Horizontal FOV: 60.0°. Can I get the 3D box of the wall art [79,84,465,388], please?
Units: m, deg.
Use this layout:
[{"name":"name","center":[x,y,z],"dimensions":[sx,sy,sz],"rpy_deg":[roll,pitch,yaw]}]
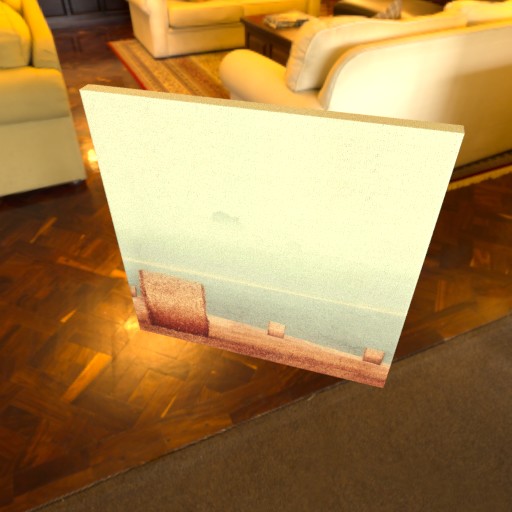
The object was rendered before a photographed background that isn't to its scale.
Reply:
[{"name":"wall art","center":[0.000,0.000,0.878],"dimensions":[0.605,0.605,0.034],"rpy_deg":[11,41,13]}]
